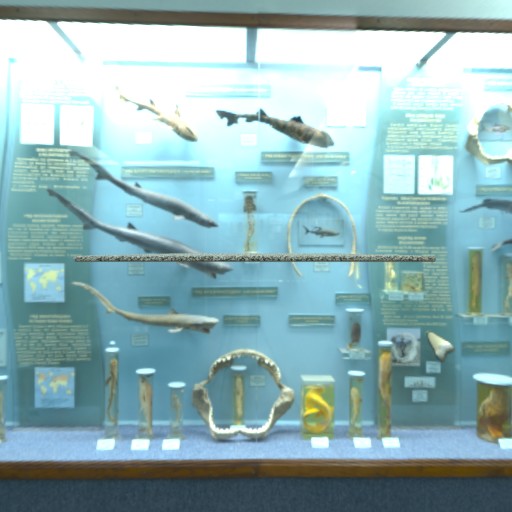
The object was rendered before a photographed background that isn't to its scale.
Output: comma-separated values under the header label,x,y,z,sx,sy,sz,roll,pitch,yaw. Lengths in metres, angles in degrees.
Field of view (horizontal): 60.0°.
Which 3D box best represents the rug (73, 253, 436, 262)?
label,x,y,z,sx,sy,sz,roll,pitch,yaw
rug,0.000,0.000,3.523,1.778,0.030,2.743,0,1,0
